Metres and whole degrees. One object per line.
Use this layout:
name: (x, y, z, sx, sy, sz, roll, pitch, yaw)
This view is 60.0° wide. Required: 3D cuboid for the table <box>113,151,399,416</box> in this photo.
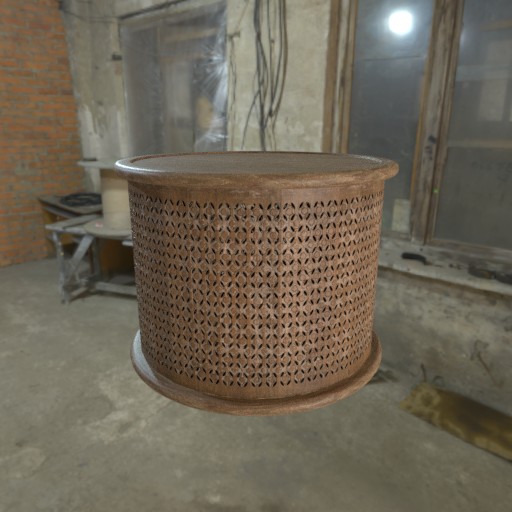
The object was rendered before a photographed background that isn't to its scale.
table: (0.000, 0.000, 1.048, 0.607, 0.450, 0.607, 0, 17, 0)
